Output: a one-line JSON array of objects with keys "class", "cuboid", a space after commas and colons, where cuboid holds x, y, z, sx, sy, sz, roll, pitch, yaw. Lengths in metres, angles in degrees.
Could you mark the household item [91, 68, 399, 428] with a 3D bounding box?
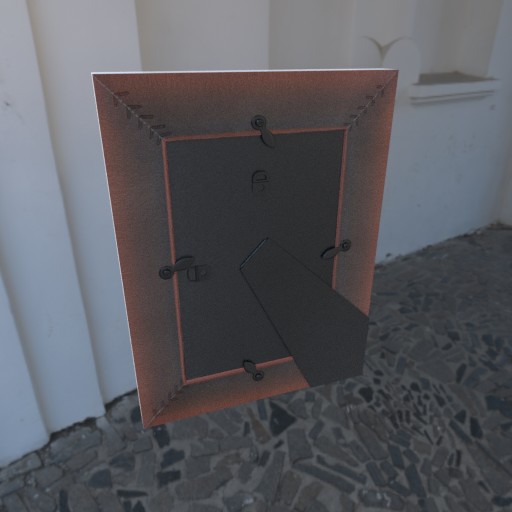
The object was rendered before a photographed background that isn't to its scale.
[{"class": "household item", "cuboid": [0.000, 0.000, 0.280, 0.165, 0.216, 0.025, -8, 26, -18]}]
